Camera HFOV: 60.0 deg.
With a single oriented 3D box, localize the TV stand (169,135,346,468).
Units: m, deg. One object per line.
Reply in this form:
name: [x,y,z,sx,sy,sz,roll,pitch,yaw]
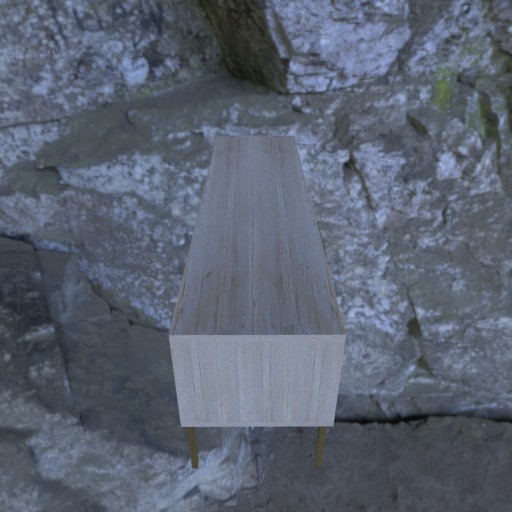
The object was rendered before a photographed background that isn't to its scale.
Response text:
TV stand: [0.000,0.000,1.874,0.420,0.550,1.600,0,32,0]
